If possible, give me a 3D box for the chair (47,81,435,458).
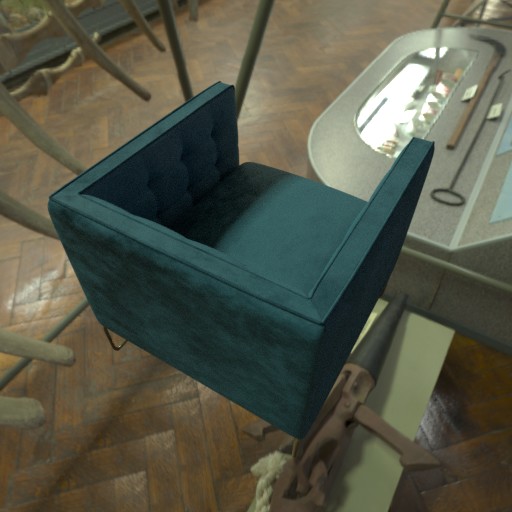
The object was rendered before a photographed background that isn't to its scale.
[{"bbox_3d":[0.000,0.000,1.608,0.880,0.790,0.894,24,51,21],"label":"chair"}]
